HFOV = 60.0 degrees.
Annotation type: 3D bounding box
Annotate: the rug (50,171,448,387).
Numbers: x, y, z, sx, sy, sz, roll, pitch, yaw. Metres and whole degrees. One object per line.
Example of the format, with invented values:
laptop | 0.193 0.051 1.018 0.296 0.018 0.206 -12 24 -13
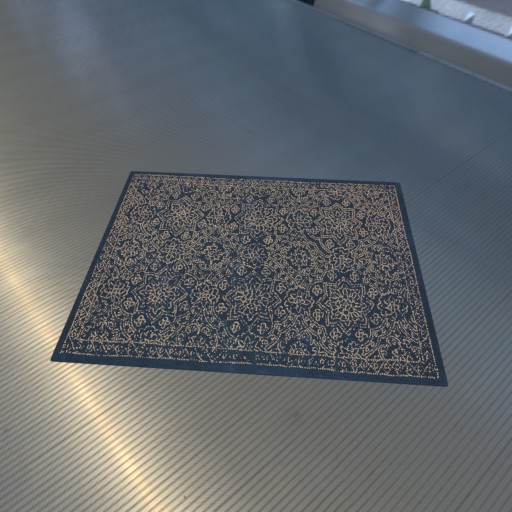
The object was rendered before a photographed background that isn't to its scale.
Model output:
rug | 0.000 0.000 4.192 3.048 0.010 2.438 3 48 3
